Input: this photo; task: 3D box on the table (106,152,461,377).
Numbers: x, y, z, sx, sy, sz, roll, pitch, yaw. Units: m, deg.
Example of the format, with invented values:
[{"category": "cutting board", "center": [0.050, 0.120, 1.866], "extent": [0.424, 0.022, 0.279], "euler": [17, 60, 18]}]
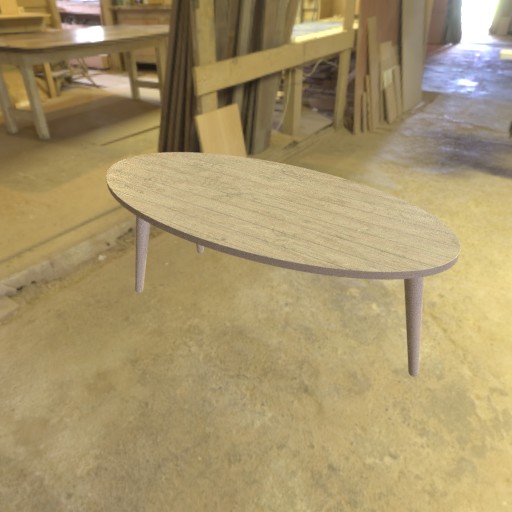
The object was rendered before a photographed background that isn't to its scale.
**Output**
[{"category": "table", "center": [0.000, 0.000, 1.335], "extent": [1.083, 0.390, 0.542], "euler": [20, 37, 29]}]
